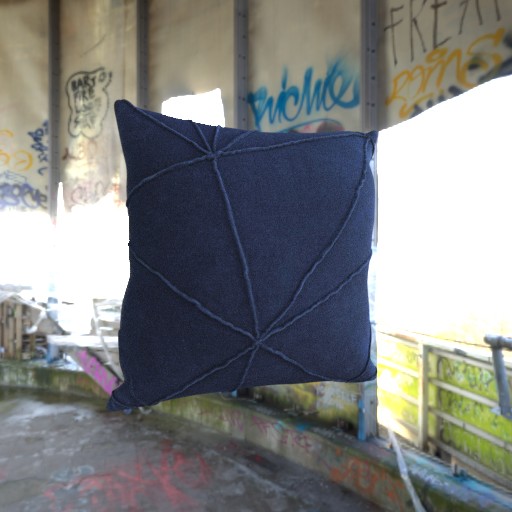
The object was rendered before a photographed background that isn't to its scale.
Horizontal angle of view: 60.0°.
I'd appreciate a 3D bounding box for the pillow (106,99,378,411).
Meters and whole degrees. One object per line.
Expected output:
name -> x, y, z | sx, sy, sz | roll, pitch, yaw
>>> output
pillow -> 0.000, 0.000, 0.685 | 0.439, 0.440, 0.183 | 0, 0, -18
